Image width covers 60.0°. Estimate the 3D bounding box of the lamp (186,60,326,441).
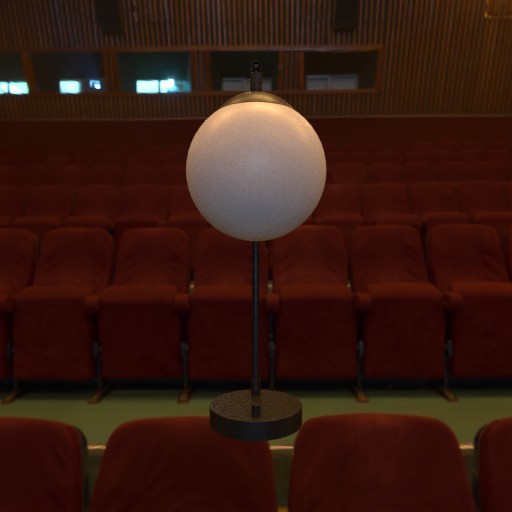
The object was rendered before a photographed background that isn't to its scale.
[{"bbox_3d":[0.000,0.000,0.691,0.197,0.559,0.316,0,1,0],"label":"lamp"}]
